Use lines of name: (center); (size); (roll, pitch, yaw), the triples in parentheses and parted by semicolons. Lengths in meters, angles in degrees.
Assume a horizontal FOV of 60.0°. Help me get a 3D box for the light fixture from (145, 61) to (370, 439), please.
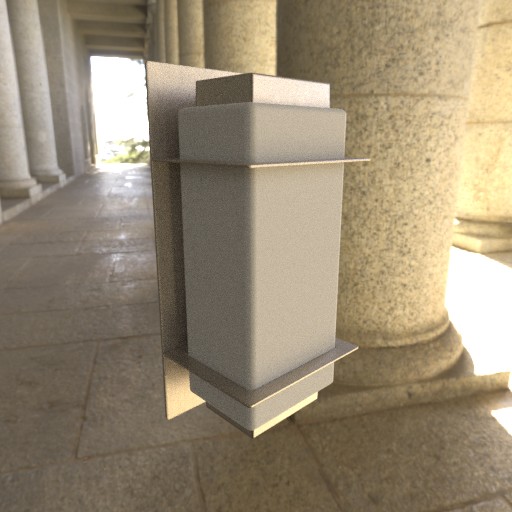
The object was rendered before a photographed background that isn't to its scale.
light fixture: (0.000, 0.000, 0.472); (0.168, 0.380, 0.160); (-14, 20, -42)
